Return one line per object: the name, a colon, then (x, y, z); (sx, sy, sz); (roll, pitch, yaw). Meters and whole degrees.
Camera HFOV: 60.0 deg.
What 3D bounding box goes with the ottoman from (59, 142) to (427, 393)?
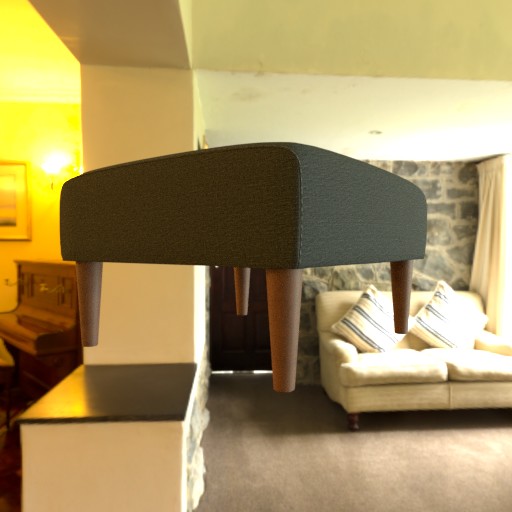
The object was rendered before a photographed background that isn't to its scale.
ottoman: (0.000, 0.000, 1.058); (0.649, 0.398, 0.650); (1, 2, 36)
